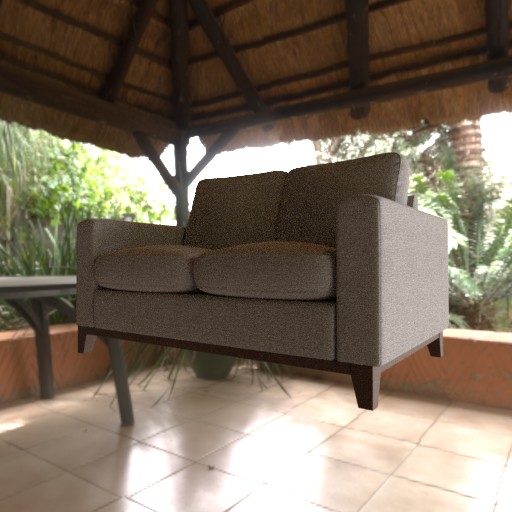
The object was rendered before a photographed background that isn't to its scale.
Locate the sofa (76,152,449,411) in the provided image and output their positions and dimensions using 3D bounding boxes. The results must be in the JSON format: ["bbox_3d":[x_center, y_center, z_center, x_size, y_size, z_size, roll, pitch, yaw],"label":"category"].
[{"bbox_3d":[0.000,0.000,1.964,1.420,0.873,0.917,-1,-1,35],"label":"sofa"}]
